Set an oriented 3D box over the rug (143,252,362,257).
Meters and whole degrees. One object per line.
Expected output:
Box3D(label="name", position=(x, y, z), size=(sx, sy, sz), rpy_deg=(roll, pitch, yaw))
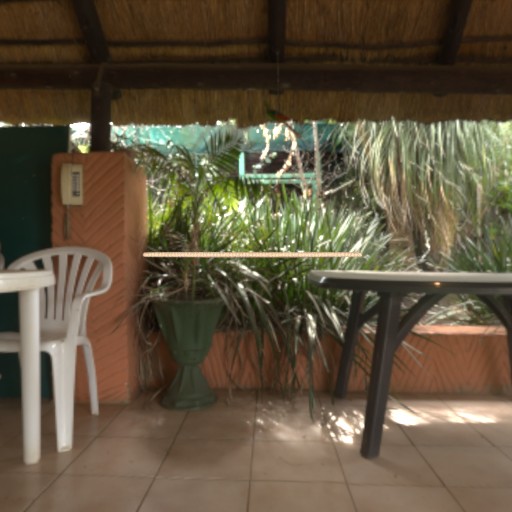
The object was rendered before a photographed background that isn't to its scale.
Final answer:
Box3D(label="rug", position=(0.000, 0.000, 2.501), size=(0.678, 0.014, 2.276), rpy_deg=(0, 0, 1))
